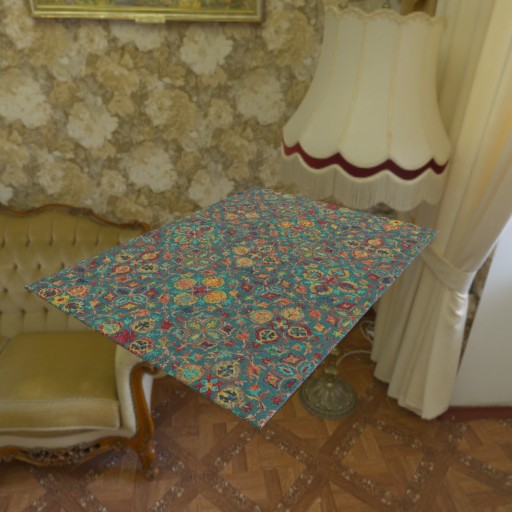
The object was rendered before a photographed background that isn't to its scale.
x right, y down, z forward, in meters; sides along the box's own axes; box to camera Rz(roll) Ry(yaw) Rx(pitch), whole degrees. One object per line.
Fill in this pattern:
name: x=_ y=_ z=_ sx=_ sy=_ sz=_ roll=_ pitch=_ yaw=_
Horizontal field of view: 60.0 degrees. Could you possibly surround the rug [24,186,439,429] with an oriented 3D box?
rug: x=0.000 y=0.000 z=4.174 sx=2.434 sy=0.025 sz=3.204 roll=19 pitch=33 yaw=32
